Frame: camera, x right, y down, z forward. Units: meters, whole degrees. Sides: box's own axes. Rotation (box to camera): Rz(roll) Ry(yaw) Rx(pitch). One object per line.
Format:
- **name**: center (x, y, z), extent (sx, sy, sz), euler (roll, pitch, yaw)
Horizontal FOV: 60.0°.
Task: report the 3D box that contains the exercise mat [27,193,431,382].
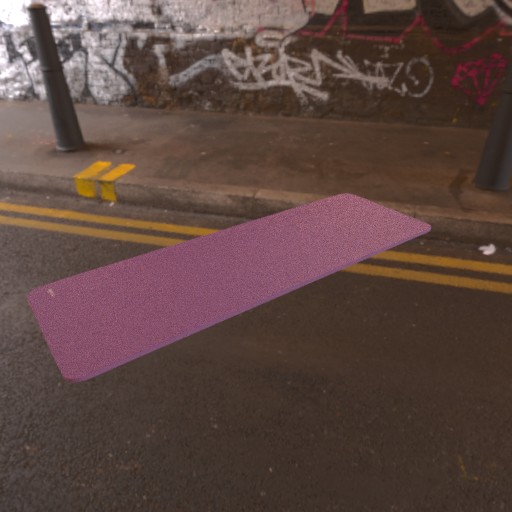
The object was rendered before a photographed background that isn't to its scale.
- **exercise mat**: center (0.000, 0.000, 2.041), extent (1.869, 0.021, 0.616), euler (-20, 35, -31)
